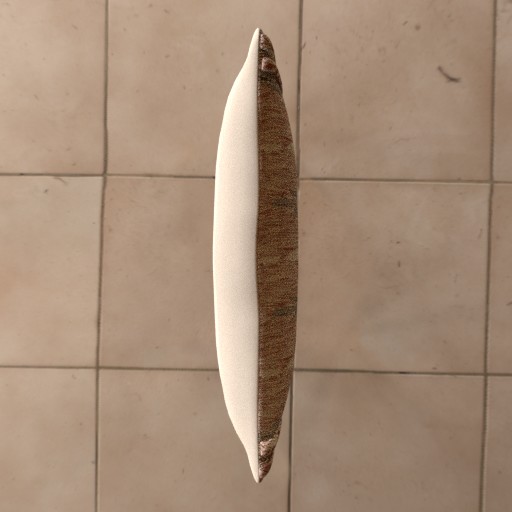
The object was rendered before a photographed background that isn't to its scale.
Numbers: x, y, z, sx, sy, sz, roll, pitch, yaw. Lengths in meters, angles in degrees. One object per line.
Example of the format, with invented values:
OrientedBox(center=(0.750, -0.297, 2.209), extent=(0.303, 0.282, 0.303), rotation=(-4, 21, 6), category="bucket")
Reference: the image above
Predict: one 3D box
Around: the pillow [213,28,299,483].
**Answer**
OrientedBox(center=(0.000, 0.000, 0.723), extent=(0.139, 0.282, 0.635), rotation=(0, 91, 0), category="pillow")
